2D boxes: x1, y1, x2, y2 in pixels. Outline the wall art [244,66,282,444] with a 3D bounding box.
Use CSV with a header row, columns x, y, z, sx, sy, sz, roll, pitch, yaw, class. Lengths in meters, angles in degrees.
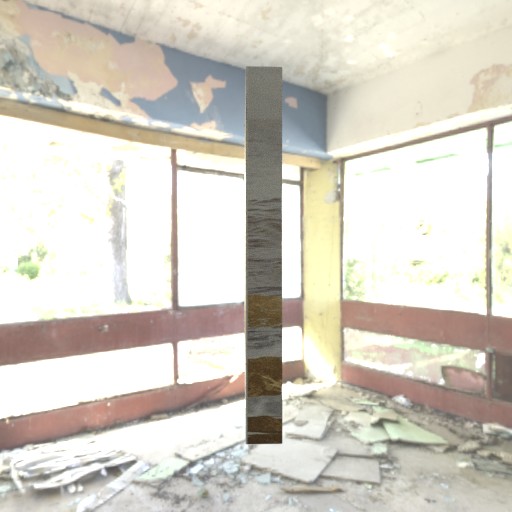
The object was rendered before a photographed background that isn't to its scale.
x,y,z,sx,sy,sz,roll,pitch,yaw,class
0.000,0.000,0.780,0.041,0.407,0.606,0,0,-2,wall art
